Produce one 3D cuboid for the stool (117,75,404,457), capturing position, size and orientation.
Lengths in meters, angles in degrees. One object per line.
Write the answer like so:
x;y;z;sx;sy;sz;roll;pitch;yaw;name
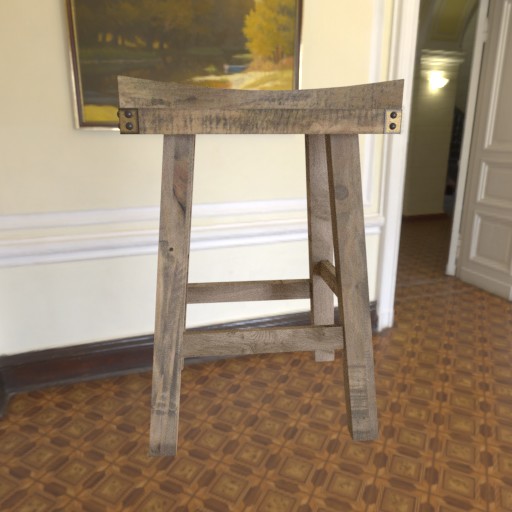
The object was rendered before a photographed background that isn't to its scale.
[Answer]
0.000;0.000;0.878;0.450;0.635;0.330;-2;16;-6;stool
